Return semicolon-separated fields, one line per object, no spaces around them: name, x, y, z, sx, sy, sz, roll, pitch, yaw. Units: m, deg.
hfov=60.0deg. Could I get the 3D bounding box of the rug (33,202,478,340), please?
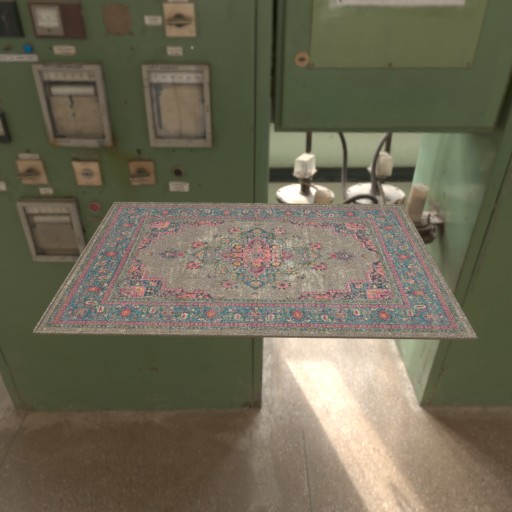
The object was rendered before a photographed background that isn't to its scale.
rug;0.000;0.000;2.207;1.748;0.014;1.144;1;34;1
